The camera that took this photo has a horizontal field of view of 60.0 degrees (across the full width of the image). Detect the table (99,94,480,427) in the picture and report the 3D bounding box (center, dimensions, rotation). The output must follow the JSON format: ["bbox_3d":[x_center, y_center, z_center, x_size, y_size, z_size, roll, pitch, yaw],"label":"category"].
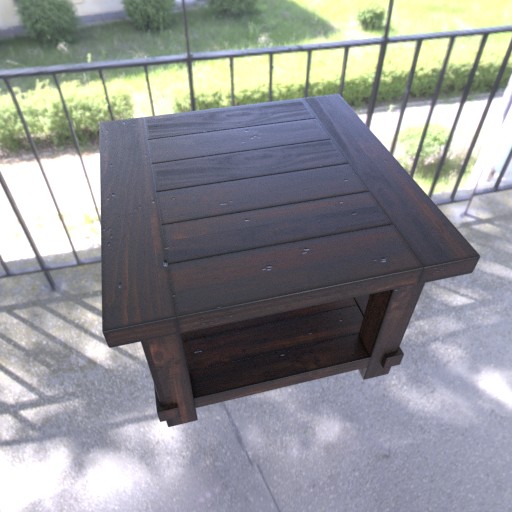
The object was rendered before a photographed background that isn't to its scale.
[{"bbox_3d":[0.000,0.000,1.022,0.593,0.437,0.606,-10,46,-10],"label":"table"}]
